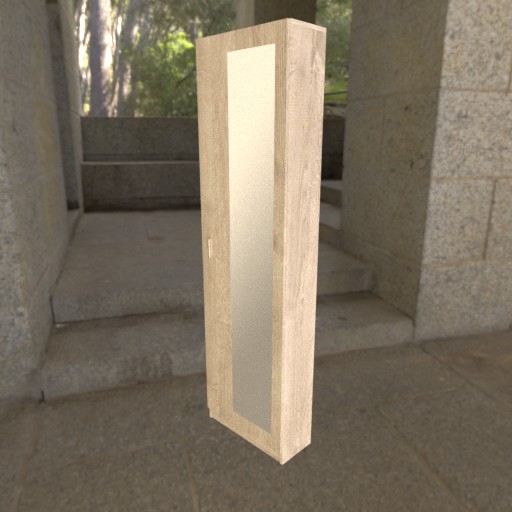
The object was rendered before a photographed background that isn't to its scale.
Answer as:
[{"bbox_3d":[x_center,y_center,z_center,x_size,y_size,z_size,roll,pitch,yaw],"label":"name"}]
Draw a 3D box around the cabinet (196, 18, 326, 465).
[{"bbox_3d":[0.000,0.000,1.957,0.500,1.790,0.230,15,21,42],"label":"cabinet"}]
